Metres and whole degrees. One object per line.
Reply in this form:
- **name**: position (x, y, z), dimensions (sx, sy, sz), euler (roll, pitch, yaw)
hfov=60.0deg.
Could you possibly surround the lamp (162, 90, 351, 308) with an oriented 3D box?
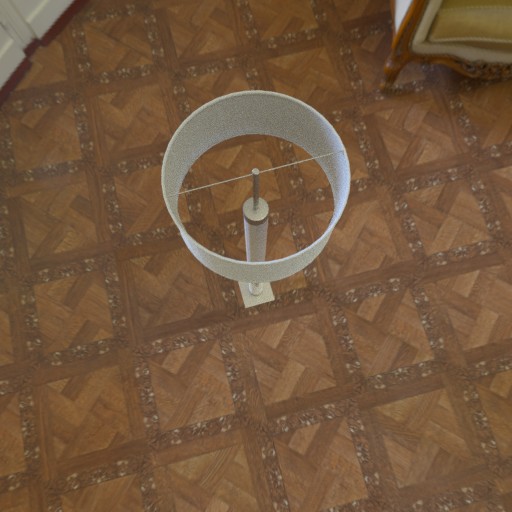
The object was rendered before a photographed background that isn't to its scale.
- **lamp**: position (0.000, 0.000, 1.684), dimensions (0.420, 1.475, 0.420), euler (-15, 76, -4)
